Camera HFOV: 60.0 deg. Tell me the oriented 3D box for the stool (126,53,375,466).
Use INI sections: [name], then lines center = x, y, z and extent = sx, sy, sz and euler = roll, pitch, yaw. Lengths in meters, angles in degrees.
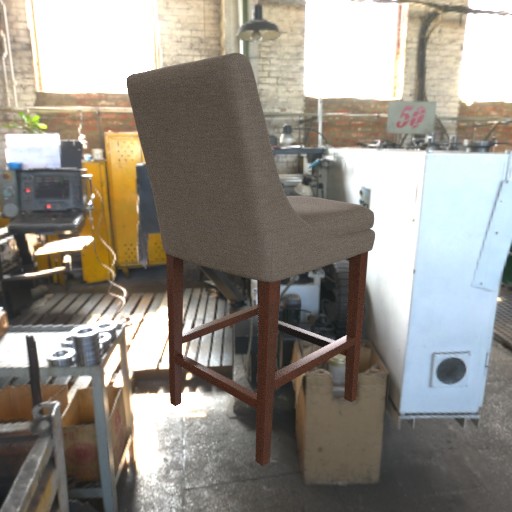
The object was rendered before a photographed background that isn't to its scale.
[stool]
center = 0.000, 0.000, 1.290
extent = 0.470, 0.981, 0.577
euler = 13, 19, 43
